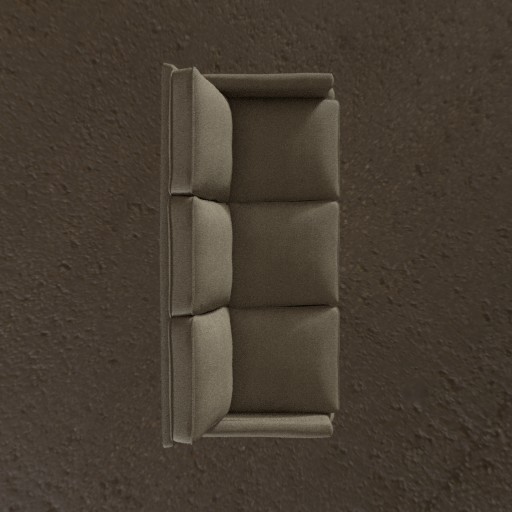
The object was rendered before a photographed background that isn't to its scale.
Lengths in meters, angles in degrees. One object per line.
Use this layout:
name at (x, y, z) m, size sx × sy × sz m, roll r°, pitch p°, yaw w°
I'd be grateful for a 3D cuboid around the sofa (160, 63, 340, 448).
sofa at (0.000, 0.000, 2.837) m, size 1.084 × 1.003 × 2.246 m, roll 0°, pitch 90°, yaw -1°
